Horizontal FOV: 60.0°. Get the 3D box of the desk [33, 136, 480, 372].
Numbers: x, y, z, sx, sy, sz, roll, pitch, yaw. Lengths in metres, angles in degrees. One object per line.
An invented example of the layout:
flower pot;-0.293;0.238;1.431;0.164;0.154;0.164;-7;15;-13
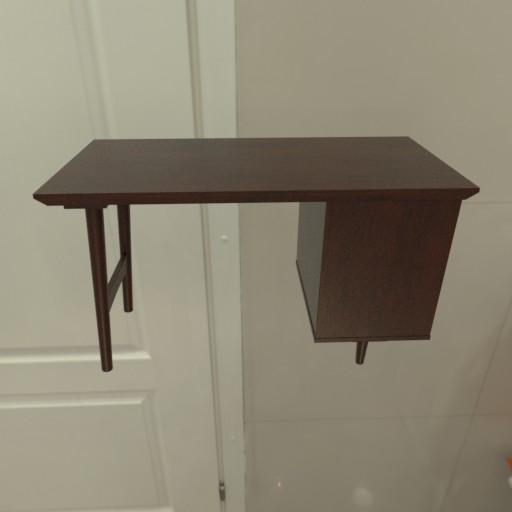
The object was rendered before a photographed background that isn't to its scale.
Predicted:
desk;0.000;0.000;1.712;1.277;0.758;0.612;-1;29;-2
